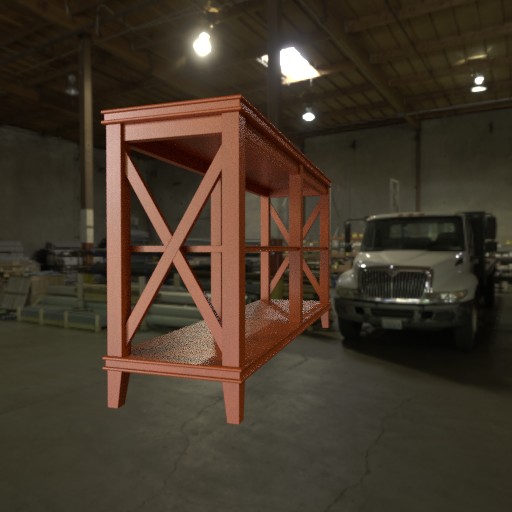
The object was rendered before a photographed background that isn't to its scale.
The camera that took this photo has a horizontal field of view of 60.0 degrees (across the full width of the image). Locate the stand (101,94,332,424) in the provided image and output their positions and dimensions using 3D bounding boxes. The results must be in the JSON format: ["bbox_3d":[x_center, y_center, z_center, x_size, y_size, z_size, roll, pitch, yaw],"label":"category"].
[{"bbox_3d":[0.000,0.000,1.725,0.381,0.762,1.372,0,1,18],"label":"stand"}]
